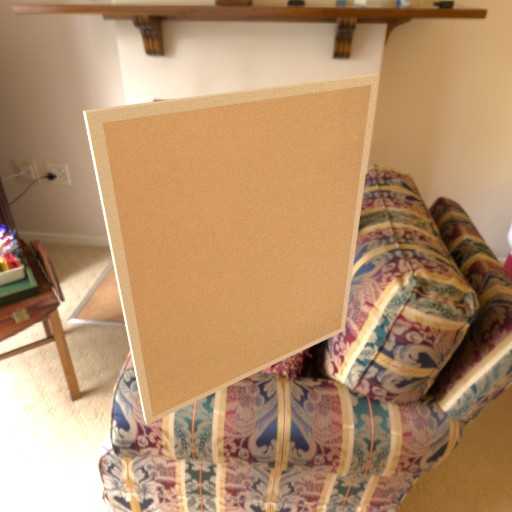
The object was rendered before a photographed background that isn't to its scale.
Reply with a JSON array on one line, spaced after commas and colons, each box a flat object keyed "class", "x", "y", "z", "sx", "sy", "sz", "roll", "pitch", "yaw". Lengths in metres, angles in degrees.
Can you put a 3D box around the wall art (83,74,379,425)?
[{"class": "wall art", "x": 0.000, "y": 0.000, "z": 0.778, "sx": 0.482, "sy": 0.557, "sz": 0.012, "roll": -18, "pitch": 36, "yaw": -28}]
